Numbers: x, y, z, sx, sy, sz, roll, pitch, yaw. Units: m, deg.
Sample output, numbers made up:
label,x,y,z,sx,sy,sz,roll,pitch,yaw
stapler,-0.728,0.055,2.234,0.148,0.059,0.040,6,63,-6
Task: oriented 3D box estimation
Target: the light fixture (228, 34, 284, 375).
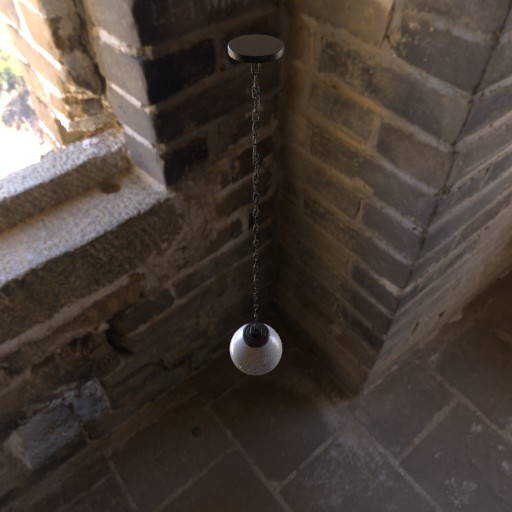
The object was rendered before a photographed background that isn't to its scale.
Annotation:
label,x,y,z,sx,sy,sz,roll,pitch,yaw
light fixture,0.000,0.000,2.030,0.305,1.867,0.304,3,46,3
